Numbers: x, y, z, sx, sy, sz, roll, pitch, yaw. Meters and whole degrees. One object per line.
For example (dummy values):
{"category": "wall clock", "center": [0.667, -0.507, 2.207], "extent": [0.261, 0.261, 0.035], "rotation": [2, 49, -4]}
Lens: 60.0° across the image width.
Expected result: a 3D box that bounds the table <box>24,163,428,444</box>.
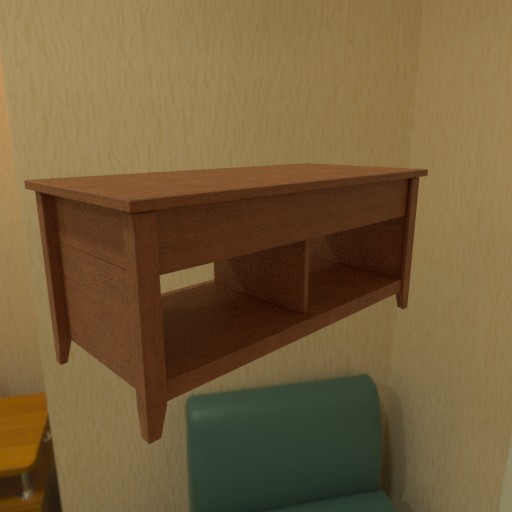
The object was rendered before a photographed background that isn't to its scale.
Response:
{"category": "table", "center": [0.000, 0.000, 1.250], "extent": [1.016, 0.457, 0.483], "rotation": [-14, 20, -42]}
